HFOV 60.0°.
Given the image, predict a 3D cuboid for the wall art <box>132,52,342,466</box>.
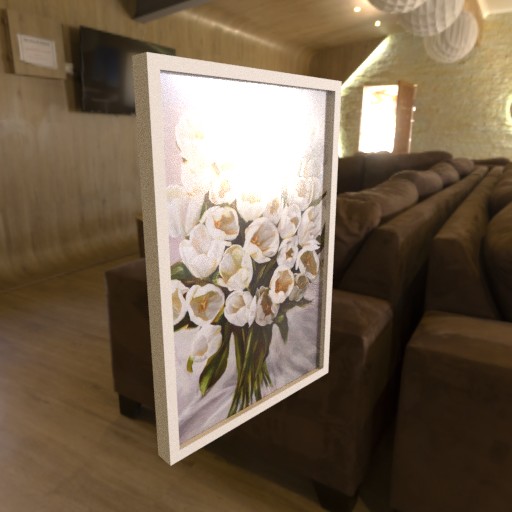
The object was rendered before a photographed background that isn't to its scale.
[{"bbox_3d":[0.000,0.000,0.845,0.450,0.657,0.038,-14,20,-43],"label":"wall art"}]
